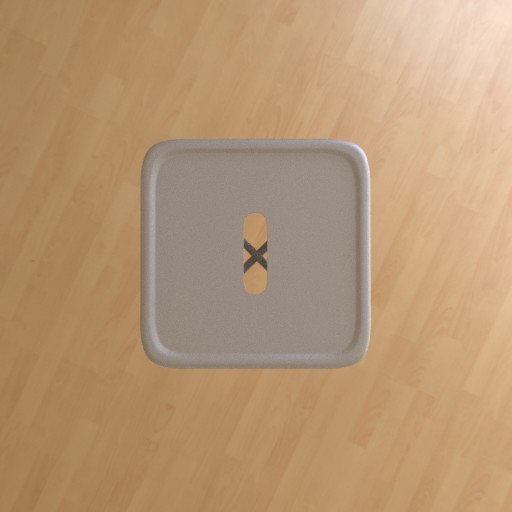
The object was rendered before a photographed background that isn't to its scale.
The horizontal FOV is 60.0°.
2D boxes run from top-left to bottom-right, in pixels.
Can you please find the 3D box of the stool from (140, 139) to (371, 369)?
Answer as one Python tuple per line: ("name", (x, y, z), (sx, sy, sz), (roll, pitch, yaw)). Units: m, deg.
("stool", (0.000, 0.000, 0.889), (0.410, 0.608, 0.410), (0, 89, 0))
